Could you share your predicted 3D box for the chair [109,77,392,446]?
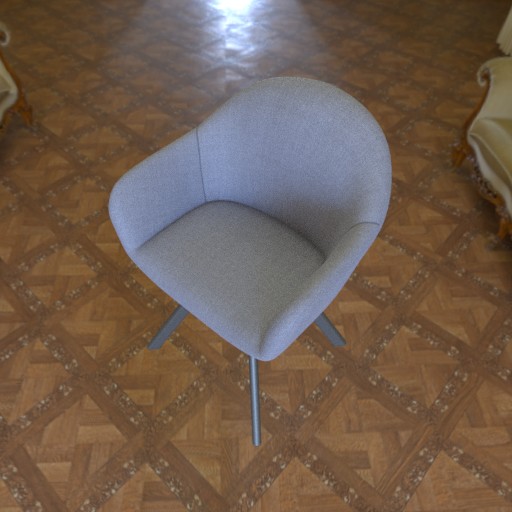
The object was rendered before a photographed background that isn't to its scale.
[{"bbox_3d":[0.000,0.000,1.203,0.590,0.795,0.550,33,55,27],"label":"chair"}]
